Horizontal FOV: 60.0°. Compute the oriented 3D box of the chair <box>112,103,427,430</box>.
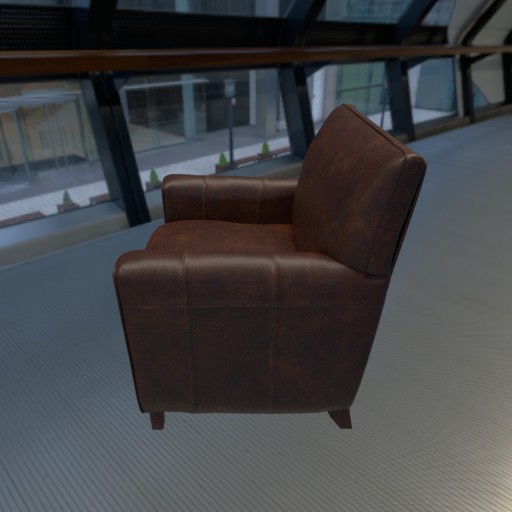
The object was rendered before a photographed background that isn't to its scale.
[{"bbox_3d":[0.000,0.000,1.602,0.823,0.943,0.870,0,27,-1],"label":"chair"}]
